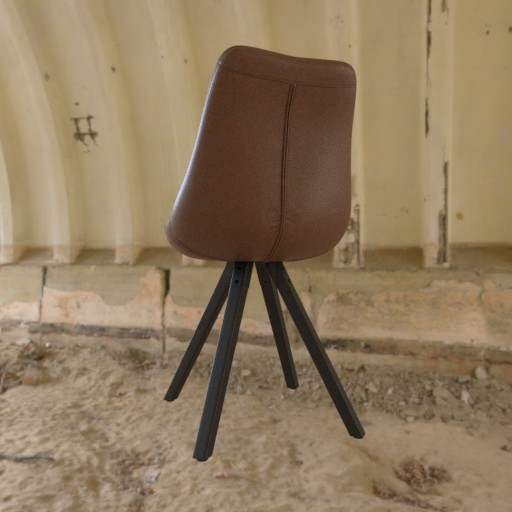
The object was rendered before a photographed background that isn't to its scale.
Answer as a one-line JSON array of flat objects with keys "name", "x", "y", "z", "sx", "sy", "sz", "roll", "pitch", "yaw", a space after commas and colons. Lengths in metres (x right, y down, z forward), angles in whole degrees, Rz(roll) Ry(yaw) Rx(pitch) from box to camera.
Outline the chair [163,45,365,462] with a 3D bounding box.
[{"name": "chair", "x": 0.000, "y": 0.000, "z": 1.175, "sx": 0.475, "sy": 0.850, "sz": 0.550, "roll": 0, "pitch": -1, "yaw": -18}]
